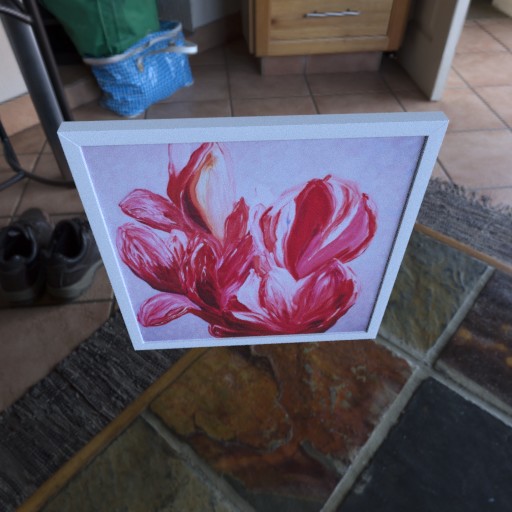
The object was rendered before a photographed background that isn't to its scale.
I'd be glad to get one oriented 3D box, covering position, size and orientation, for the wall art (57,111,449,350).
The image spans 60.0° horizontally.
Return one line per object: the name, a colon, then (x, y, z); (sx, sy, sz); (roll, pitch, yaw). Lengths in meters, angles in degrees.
wall art: (0.000, 0.000, 0.683); (0.455, 0.453, 0.023); (-2, 46, -2)
